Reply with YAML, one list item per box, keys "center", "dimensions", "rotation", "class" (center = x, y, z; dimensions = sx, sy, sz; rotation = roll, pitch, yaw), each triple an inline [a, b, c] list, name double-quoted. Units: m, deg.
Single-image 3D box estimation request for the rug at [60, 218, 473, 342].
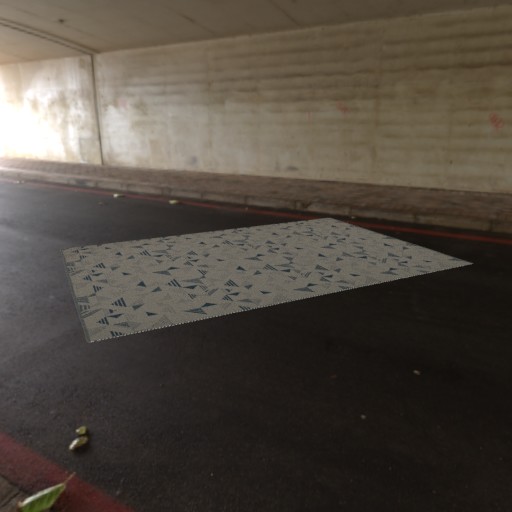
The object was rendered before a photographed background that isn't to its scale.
- center: [0.000, 0.000, 2.338]
  dimensions: [1.835, 0.003, 1.206]
  rotation: [-8, 19, -26]
  class: "rug"
